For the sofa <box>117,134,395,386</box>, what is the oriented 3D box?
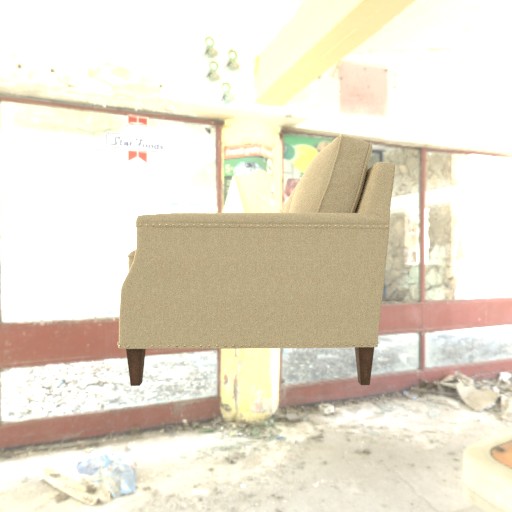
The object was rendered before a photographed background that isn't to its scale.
[{"bbox_3d":[0.000,0.000,2.779,1.084,1.003,2.246,0,0,-1],"label":"sofa"}]
